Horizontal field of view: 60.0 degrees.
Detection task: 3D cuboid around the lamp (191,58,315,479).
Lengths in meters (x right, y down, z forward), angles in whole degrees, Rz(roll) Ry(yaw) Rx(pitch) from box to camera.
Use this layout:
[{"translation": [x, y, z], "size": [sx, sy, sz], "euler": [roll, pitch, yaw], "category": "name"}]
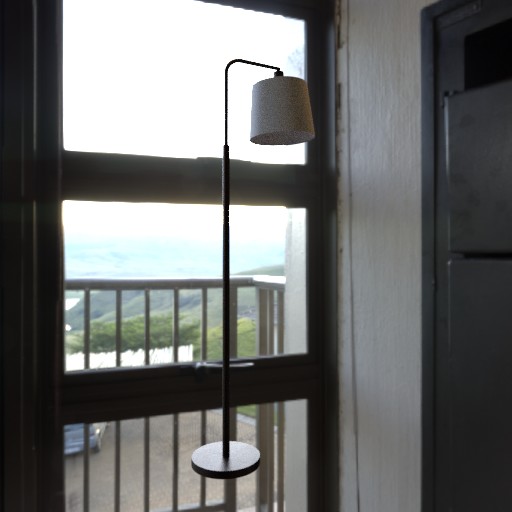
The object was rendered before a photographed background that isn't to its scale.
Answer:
[{"translation": [0.000, 0.000, 1.664], "size": [0.508, 1.478, 0.254], "euler": [0, -1, -35], "category": "lamp"}]
